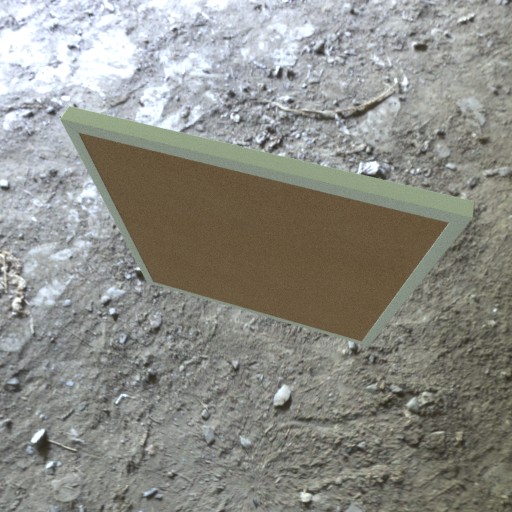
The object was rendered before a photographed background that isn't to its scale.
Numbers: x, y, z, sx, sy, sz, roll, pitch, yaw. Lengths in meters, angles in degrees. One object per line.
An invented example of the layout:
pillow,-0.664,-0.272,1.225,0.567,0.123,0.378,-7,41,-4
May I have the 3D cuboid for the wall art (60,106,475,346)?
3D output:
wall art,0.000,0.000,1.128,0.760,0.760,0.036,15,64,8
